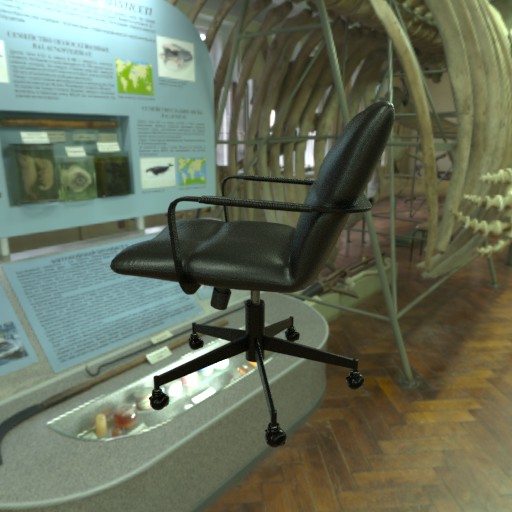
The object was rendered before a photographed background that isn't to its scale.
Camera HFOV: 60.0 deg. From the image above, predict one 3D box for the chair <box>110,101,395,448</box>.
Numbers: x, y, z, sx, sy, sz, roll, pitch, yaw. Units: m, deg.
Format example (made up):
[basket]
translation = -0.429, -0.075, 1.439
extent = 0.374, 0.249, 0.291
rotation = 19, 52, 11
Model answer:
[chair]
translation = 0.000, 0.000, 1.450
extent = 0.748, 0.922, 0.719
rotation = 2, 15, 8
